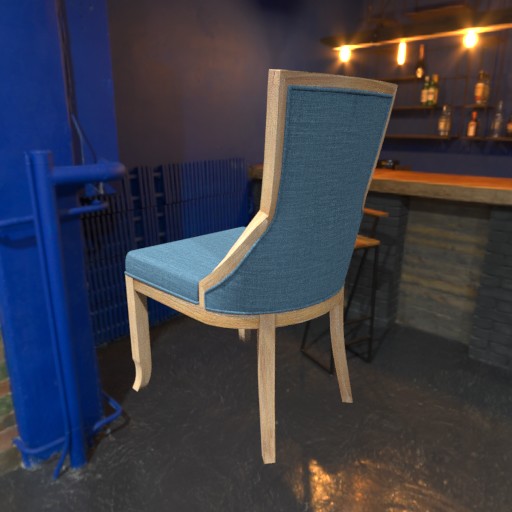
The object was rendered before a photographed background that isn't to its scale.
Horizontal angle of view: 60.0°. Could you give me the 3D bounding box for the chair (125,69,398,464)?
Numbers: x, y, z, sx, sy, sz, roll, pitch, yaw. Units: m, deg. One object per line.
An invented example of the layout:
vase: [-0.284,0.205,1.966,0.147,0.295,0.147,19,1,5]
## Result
chair: [0.000,0.000,1.310,0.641,0.947,0.524,16,22,42]
